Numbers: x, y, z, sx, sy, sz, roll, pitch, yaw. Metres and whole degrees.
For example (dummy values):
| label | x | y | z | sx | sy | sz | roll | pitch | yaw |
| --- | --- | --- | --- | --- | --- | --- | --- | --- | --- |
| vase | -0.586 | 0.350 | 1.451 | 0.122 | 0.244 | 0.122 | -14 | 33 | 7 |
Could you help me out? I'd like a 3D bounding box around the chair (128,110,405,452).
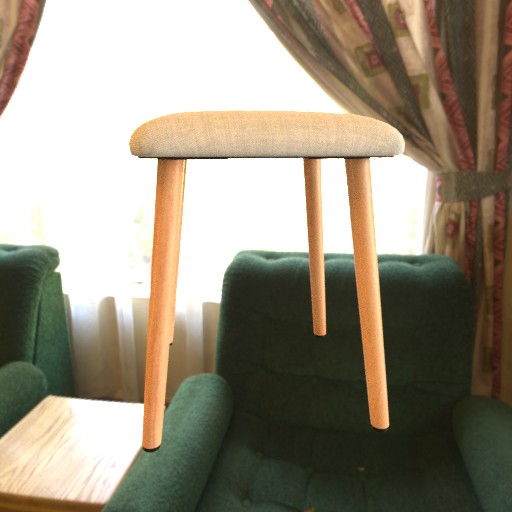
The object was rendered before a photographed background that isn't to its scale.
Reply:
| label | x | y | z | sx | sy | sz | roll | pitch | yaw |
| --- | --- | --- | --- | --- | --- | --- | --- | --- | --- |
| chair | 0.000 | 0.000 | 0.715 | 0.350 | 0.440 | 0.350 | -2 | 14 | -7 |
